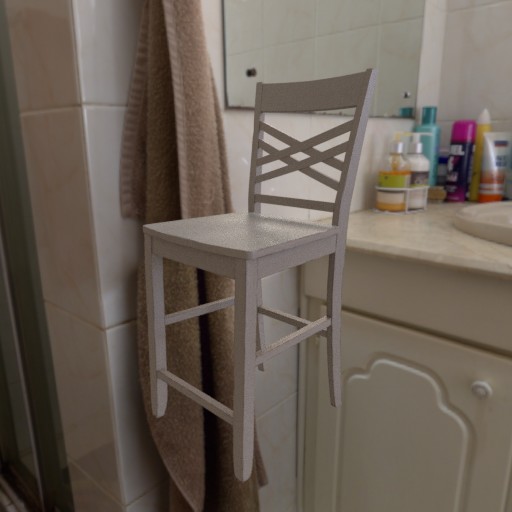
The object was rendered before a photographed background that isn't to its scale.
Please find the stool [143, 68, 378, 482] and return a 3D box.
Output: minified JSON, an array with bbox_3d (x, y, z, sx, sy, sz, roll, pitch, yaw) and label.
[{"bbox_3d":[0.000,0.000,1.362,0.462,1.079,0.539,14,20,43],"label":"stool"}]
